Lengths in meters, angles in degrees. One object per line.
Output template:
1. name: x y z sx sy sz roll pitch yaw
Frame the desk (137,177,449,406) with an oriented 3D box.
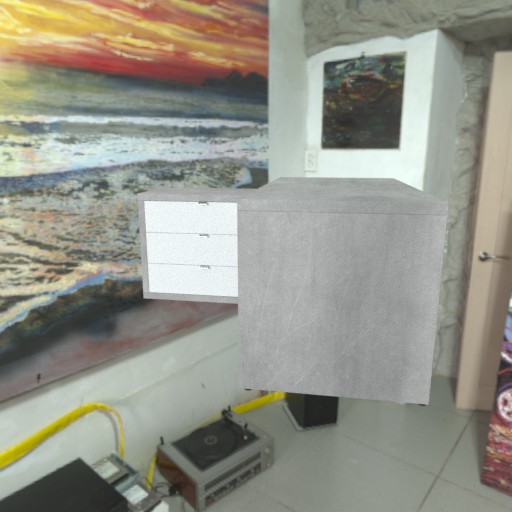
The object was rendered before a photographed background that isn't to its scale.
1. desk: 0.000 0.000 2.311 1.500 0.740 1.400 2 14 9
